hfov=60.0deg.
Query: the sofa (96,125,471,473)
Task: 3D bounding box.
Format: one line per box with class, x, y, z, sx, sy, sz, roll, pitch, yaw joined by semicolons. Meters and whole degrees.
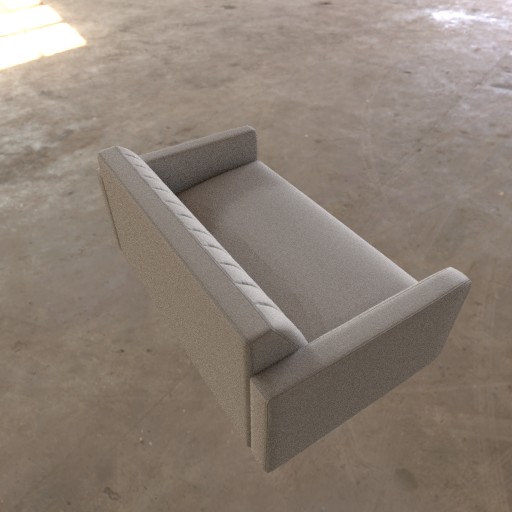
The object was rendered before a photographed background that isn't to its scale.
sofa;0.000;0.000;2.120;0.950;0.801;1.585;-24;47;-24
